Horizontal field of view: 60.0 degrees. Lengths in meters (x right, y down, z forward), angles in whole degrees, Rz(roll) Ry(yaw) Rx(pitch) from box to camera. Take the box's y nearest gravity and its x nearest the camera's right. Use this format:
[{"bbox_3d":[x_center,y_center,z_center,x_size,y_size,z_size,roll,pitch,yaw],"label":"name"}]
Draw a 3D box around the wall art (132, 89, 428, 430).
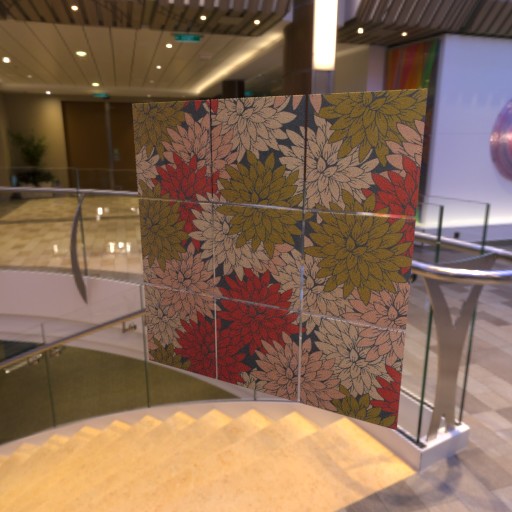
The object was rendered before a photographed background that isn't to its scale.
[{"bbox_3d":[0.000,0.000,2.271,1.519,1.534,0.013,7,16,27],"label":"wall art"}]
